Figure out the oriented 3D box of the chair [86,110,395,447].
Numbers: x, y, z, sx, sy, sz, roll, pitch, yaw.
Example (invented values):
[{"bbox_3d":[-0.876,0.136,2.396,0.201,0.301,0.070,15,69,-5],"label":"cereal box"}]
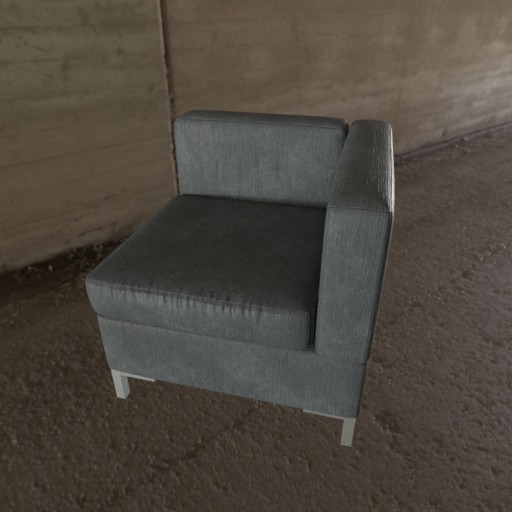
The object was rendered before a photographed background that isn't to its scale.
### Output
[{"bbox_3d":[0.000,0.000,1.250,0.680,0.660,0.680,7,31,12],"label":"chair"}]
